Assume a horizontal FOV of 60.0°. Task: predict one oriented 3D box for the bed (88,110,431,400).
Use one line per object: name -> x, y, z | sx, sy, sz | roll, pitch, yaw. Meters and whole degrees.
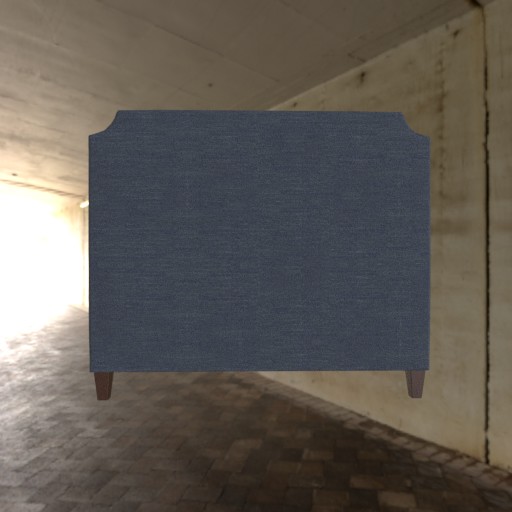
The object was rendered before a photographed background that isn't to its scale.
bed -> 0.000, 0.000, 3.346 | 1.713, 1.443, 2.372 | 0, 0, -1
